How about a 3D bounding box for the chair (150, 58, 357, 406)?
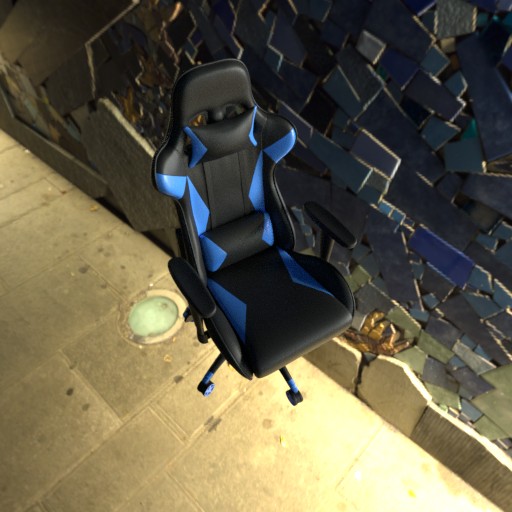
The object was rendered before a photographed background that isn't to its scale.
[{"bbox_3d":[0.000,0.000,1.694,0.695,1.282,0.730,-24,51,-21],"label":"chair"}]
